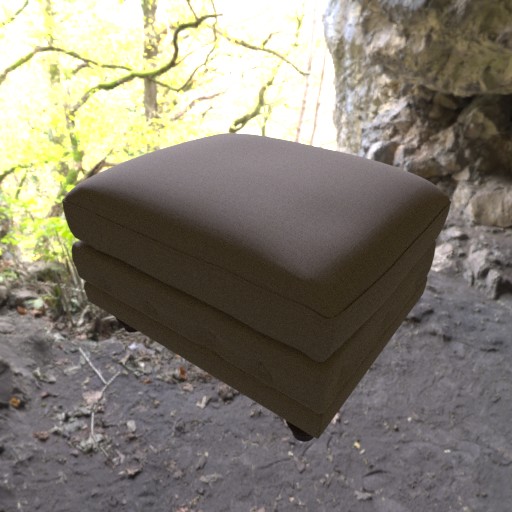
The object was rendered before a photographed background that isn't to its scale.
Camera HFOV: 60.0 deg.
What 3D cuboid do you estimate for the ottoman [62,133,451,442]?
[{"bbox_3d":[0.000,0.000,1.030,0.684,0.463,0.541,22,38,31],"label":"ottoman"}]
